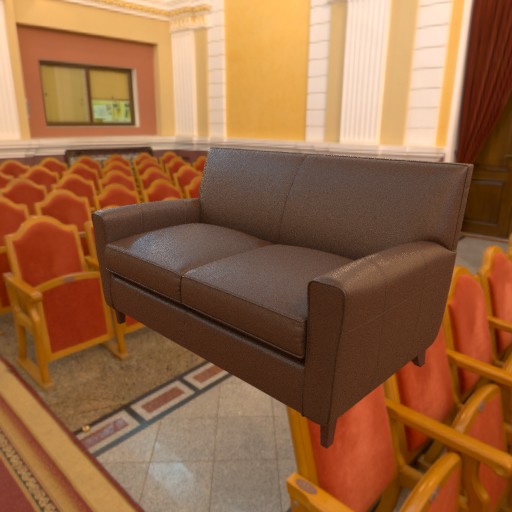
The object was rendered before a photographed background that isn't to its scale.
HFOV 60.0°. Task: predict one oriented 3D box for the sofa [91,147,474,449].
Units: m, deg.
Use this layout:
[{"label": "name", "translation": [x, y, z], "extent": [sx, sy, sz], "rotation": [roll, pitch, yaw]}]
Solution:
[{"label": "sofa", "translation": [0.000, 0.000, 1.987], "extent": [1.468, 0.859, 0.853], "rotation": [16, 23, 42]}]
